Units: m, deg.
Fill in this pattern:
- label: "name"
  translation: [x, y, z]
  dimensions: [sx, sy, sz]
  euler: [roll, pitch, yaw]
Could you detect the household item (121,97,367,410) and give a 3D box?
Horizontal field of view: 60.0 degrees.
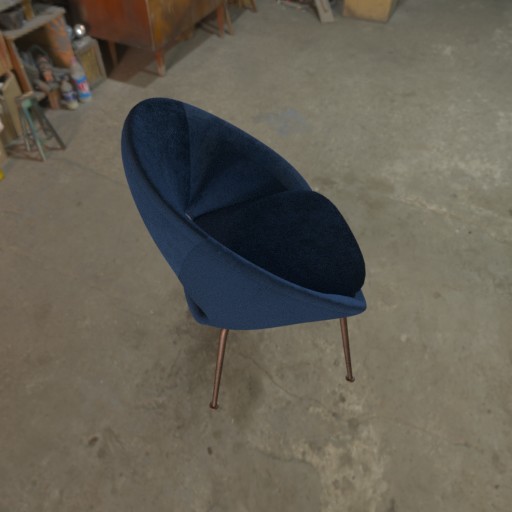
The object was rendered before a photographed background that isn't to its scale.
- label: "household item"
  translation: [0.000, 0.000, 1.245]
  dimensions: [0.573, 0.852, 0.623]
  euler: [-9, 48, -8]
